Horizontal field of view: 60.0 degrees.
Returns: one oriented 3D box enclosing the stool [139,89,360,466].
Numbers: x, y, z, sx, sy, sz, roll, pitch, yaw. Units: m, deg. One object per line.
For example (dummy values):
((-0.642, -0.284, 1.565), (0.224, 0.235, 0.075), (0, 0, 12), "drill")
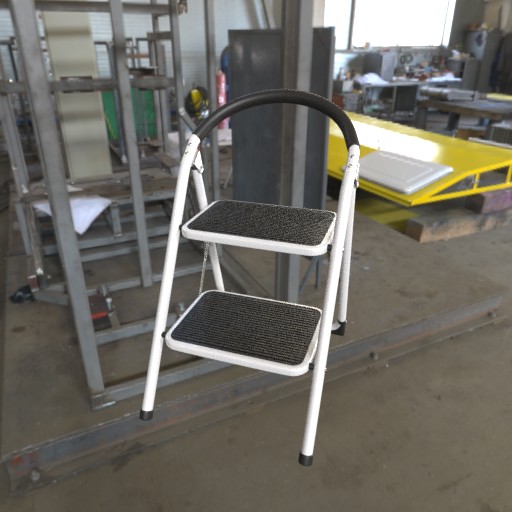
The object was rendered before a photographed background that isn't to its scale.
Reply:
((0.000, 0.000, 1.137), (0.453, 0.760, 0.559), (8, 27, 17), "stool")
